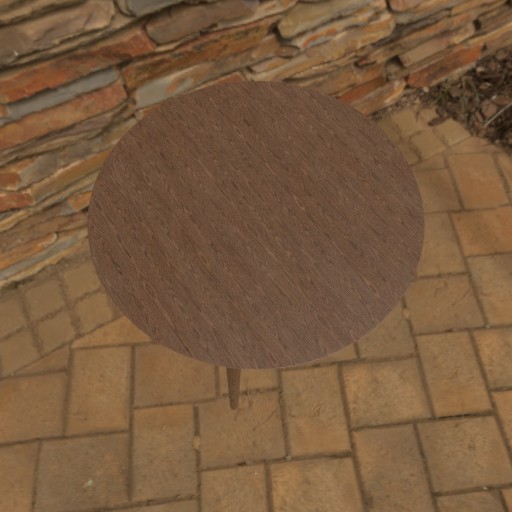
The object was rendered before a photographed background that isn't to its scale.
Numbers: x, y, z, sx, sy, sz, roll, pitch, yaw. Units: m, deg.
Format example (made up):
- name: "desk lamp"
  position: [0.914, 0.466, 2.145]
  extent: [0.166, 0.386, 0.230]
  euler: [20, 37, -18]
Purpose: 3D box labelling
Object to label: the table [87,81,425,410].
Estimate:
- name: "table"
  position: [0.000, 0.000, 1.755]
  extent: [1.053, 0.786, 1.053]
  euler: [0, 64, 0]
